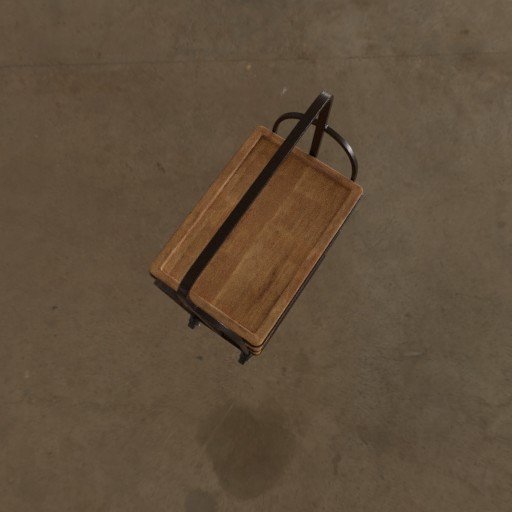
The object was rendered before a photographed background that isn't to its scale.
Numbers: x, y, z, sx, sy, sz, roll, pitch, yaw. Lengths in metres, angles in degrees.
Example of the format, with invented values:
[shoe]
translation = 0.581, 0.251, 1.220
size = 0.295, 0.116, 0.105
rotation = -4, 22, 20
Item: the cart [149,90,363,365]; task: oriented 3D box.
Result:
[cart]
translation = 0.000, 0.000, 1.278
size = 0.327, 1.001, 0.553
rotation = 34, 78, 8
